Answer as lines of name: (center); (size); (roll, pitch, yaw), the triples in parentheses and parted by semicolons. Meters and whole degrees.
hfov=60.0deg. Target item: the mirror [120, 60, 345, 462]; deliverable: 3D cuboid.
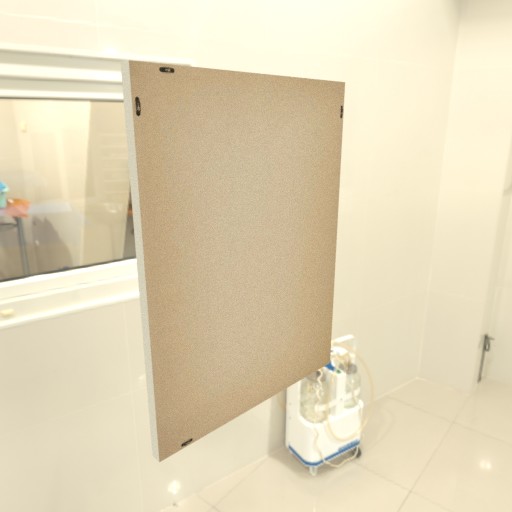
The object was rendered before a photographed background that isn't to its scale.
mirror: (0.000, 0.000, 1.330); (0.762, 1.016, 0.041); (-15, 23, -41)
